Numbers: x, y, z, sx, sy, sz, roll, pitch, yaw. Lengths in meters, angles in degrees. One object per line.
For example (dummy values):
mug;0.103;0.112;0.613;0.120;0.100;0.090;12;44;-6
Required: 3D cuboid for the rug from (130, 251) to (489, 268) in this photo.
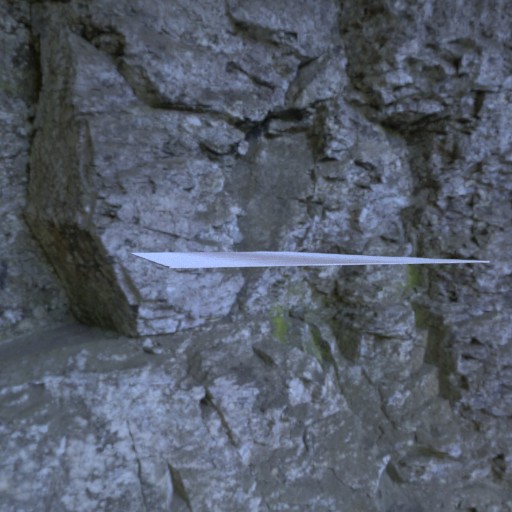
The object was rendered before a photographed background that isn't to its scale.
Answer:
rug;0.000;0.000;3.016;1.522;0.012;2.440;-1;2;-19
